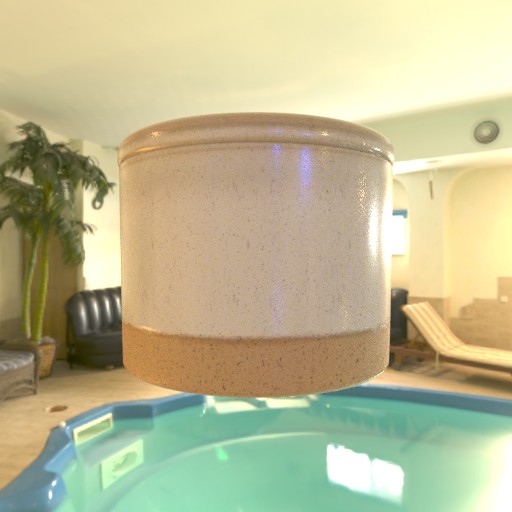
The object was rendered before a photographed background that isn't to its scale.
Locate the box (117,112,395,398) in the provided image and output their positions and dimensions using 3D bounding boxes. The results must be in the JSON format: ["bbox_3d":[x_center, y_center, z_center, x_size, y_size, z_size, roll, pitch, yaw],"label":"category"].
[{"bbox_3d":[0.000,0.000,0.259,0.154,0.123,0.154,0,1,0],"label":"box"}]
